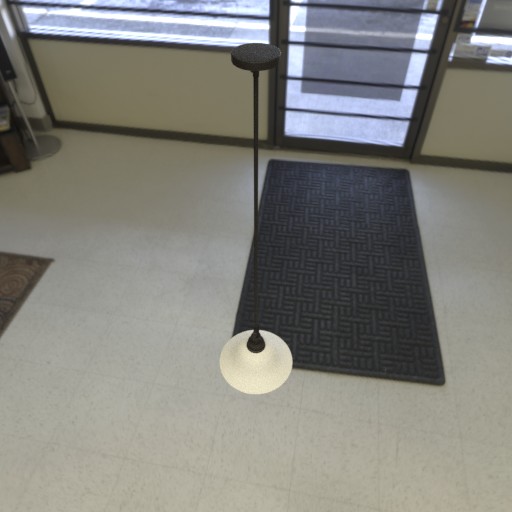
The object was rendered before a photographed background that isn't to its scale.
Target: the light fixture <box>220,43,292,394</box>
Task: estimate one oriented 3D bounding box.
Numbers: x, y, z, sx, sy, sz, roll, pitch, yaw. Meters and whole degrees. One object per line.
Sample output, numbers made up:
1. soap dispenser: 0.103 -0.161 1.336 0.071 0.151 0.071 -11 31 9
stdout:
1. light fixture: 0.000 0.000 1.491 0.324 1.337 0.324 10 47 9
